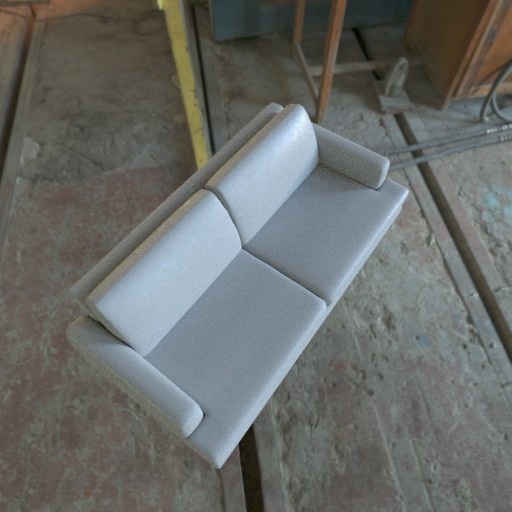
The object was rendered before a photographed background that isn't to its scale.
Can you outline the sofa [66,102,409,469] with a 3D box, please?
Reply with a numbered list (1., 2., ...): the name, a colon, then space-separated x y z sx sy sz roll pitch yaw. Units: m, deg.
1. sofa: 0.000 0.000 2.471 0.974 0.765 1.940 32 63 18
